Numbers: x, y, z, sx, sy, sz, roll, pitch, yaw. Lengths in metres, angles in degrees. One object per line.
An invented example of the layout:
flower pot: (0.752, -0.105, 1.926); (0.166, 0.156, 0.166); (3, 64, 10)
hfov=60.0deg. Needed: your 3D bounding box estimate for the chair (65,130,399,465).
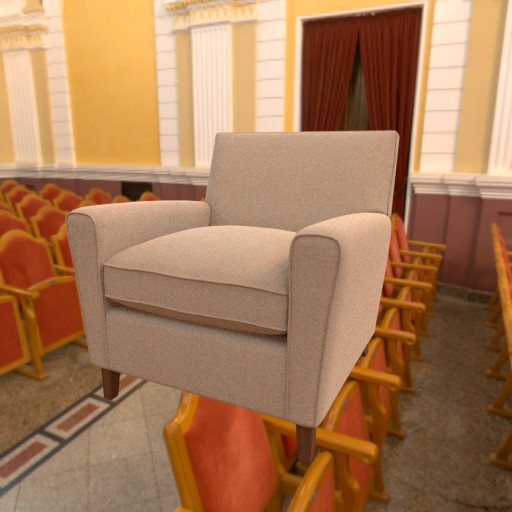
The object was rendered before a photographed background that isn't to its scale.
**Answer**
chair: (0.000, 0.000, 1.535); (0.840, 0.846, 0.871); (7, 16, 25)
